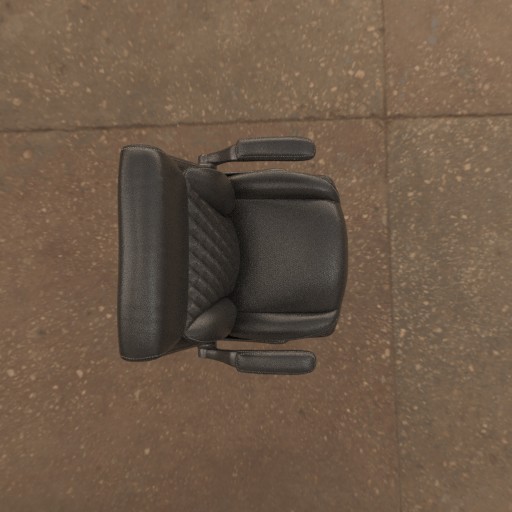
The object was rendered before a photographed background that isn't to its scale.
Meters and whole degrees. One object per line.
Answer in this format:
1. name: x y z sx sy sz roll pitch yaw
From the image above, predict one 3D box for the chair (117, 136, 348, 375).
1. chair: 0.000 0.000 1.620 0.724 1.110 0.782 0 89 -2
